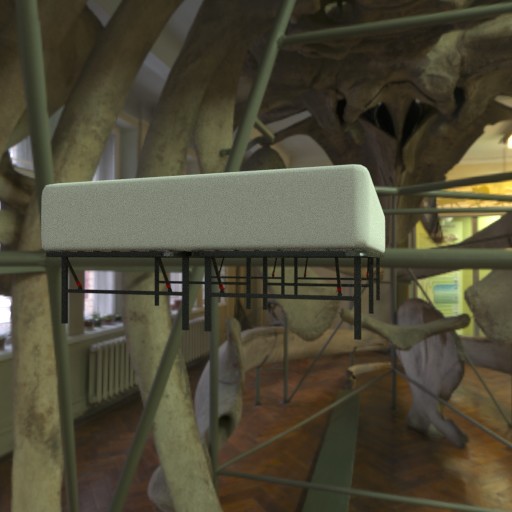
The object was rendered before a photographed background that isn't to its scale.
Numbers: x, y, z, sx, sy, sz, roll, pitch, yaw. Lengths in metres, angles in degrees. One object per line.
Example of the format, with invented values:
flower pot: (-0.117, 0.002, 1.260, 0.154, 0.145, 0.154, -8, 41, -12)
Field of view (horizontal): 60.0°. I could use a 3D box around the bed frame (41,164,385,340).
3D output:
bed frame: (0.000, 0.000, 2.818, 1.528, 0.677, 2.037, 0, 0, 18)
